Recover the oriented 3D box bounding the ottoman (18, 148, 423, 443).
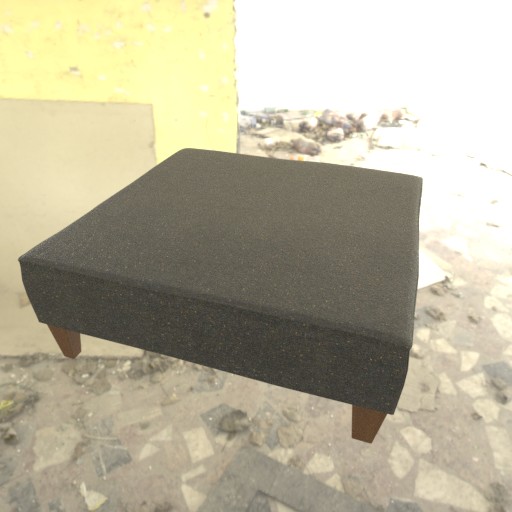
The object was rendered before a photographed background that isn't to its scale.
[{"bbox_3d":[0.000,0.000,1.490,1.004,0.382,0.968,10,33,16],"label":"ottoman"}]
